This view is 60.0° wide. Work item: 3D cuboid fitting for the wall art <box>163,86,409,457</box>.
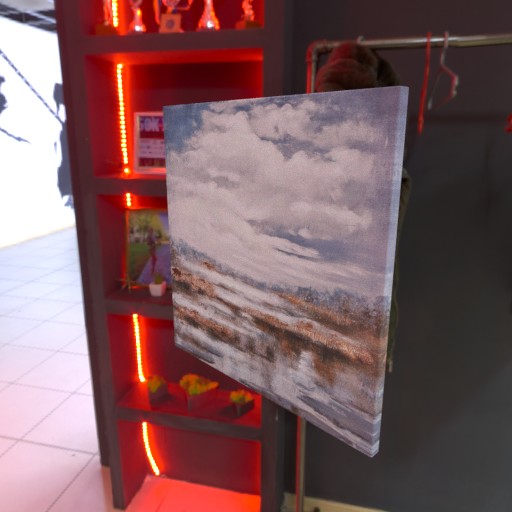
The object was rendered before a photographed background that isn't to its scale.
[{"bbox_3d":[0.000,0.000,1.523,0.040,1.020,1.010,-14,20,-42],"label":"wall art"}]
